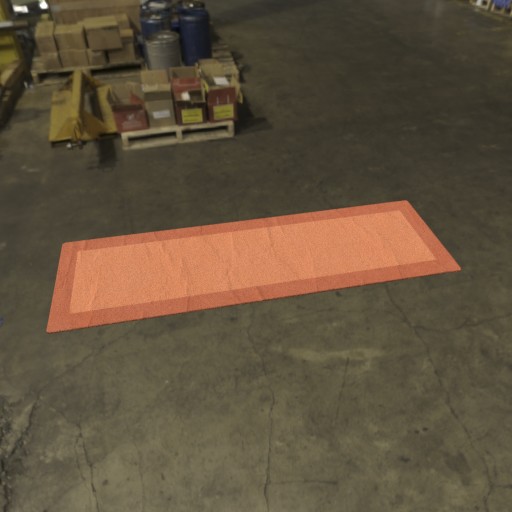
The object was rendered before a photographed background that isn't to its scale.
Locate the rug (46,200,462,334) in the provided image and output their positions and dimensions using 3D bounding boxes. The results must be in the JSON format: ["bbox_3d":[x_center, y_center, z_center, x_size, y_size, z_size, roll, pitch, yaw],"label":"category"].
[{"bbox_3d":[0.000,0.000,2.805,2.471,0.013,0.914,-10,43,-11],"label":"rug"}]
